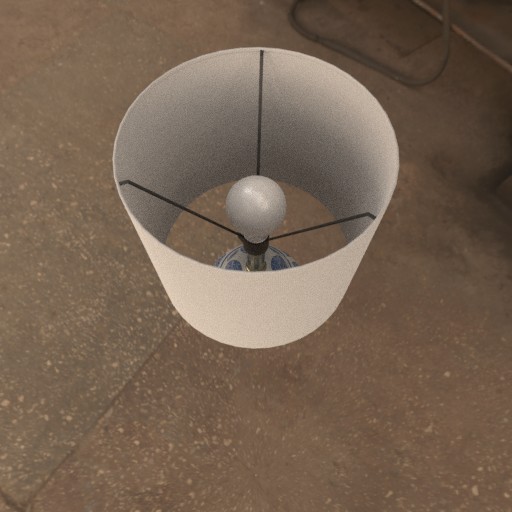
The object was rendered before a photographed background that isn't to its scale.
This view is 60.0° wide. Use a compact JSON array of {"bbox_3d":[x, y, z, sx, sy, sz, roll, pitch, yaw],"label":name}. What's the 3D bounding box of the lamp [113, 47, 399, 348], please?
[{"bbox_3d":[0.000,0.000,0.506,0.215,0.381,0.215,35,69,16],"label":"lamp"}]
